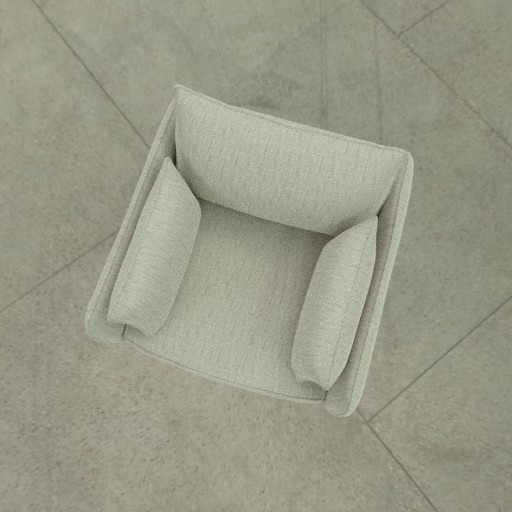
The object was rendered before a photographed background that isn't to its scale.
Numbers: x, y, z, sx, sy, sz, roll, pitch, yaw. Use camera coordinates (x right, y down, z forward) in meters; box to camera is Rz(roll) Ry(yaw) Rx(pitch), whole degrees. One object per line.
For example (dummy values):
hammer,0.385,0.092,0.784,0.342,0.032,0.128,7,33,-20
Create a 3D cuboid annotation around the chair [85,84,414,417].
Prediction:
chair,0.000,0.000,1.737,0.994,0.855,0.991,16,75,4
